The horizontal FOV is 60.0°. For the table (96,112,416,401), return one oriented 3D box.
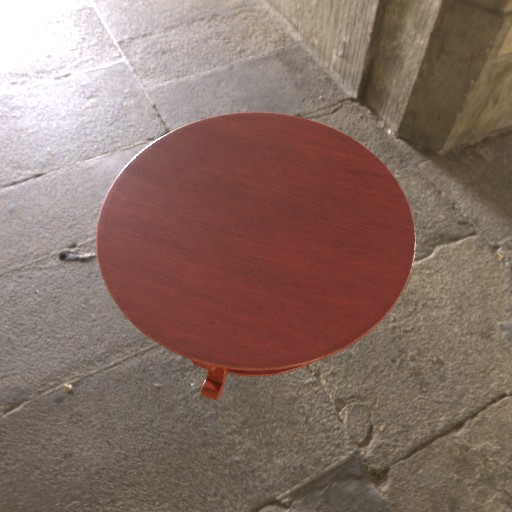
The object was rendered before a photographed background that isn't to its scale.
[{"bbox_3d":[0.000,0.000,1.647,1.029,0.486,1.029,0,57,0],"label":"table"}]
